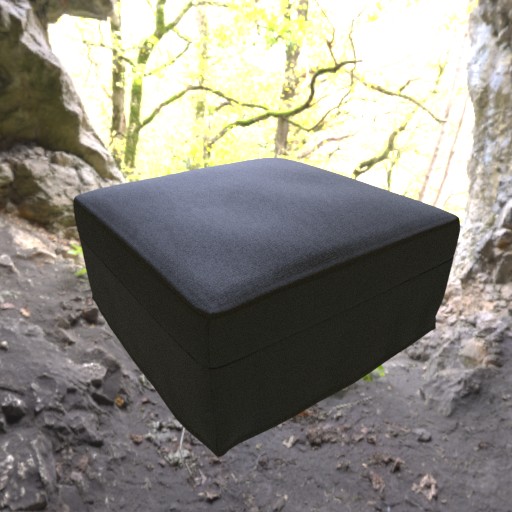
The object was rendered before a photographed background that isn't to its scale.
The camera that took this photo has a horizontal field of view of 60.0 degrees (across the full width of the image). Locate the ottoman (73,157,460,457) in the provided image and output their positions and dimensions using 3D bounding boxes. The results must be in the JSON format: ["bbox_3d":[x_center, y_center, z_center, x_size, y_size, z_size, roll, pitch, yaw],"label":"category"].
[{"bbox_3d":[0.000,0.000,1.363,0.843,0.441,0.842,-18,32,-32],"label":"ottoman"}]
